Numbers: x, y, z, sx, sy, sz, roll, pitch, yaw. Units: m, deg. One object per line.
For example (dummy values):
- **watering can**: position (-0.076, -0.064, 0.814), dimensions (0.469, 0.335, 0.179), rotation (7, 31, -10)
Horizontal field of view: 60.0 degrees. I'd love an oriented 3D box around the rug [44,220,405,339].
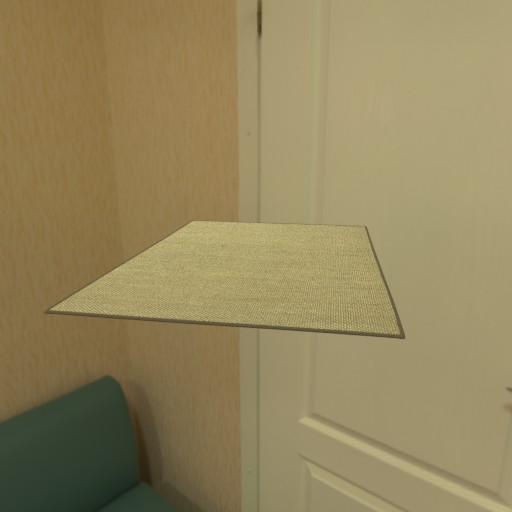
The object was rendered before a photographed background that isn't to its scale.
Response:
- **rug**: position (0.000, 0.000, 2.816), dimensions (1.523, 0.012, 2.133), rotation (3, 16, 9)
